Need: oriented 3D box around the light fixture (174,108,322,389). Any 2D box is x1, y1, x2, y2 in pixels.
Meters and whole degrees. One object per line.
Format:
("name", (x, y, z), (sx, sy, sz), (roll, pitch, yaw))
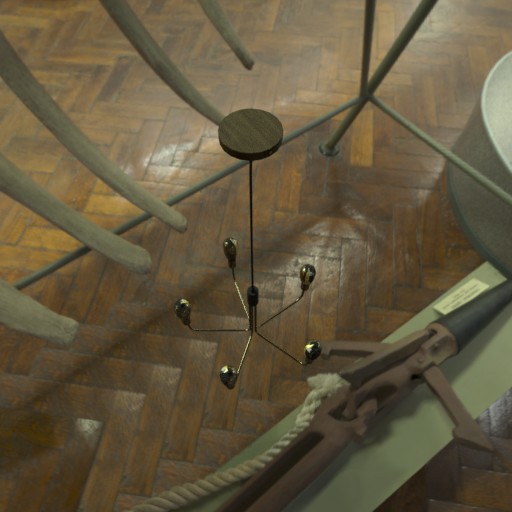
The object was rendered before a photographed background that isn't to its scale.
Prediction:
("light fixture", (0.000, 0.000, 1.376), (0.532, 1.059, 0.588), (-31, 63, -18))
